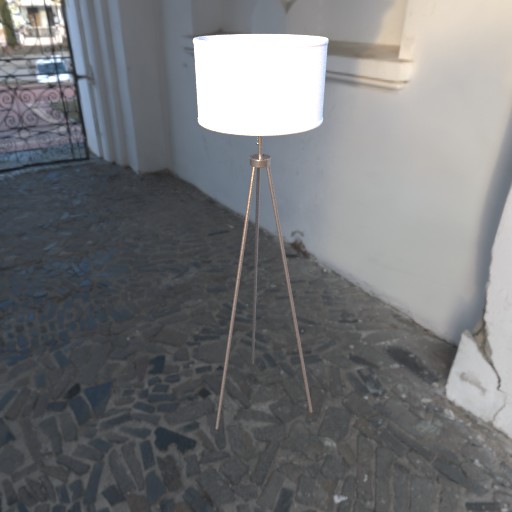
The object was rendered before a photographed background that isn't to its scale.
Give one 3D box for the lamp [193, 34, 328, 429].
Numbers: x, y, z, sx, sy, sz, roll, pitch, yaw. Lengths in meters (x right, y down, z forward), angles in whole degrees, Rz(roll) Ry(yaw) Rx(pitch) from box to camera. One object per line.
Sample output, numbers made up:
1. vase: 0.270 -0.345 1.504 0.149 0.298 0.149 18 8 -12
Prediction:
1. lamp: 0.000 0.000 1.745 0.448 1.545 0.458 -8 30 -14
